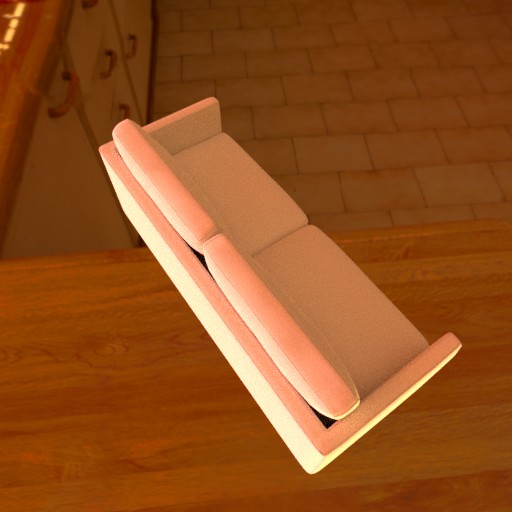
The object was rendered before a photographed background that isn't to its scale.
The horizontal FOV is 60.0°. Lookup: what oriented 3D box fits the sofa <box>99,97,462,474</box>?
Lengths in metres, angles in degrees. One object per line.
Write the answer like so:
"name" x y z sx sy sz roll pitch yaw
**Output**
"sofa" 0.000 0.000 2.810 0.951 0.962 2.361 -31 63 -18
